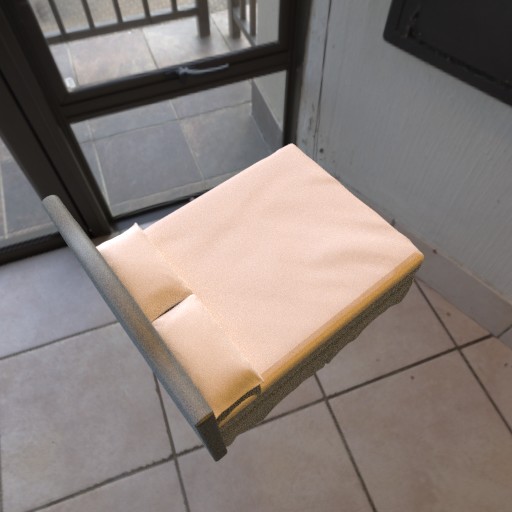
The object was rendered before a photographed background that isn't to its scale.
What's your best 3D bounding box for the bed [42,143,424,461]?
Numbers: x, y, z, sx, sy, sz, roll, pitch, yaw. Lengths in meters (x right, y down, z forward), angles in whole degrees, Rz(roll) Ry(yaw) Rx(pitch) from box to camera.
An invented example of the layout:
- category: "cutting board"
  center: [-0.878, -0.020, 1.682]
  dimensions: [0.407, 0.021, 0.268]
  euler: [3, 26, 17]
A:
- category: "bed"
  center: [0.000, 0.000, 3.335]
  dimensions: [2.143, 1.460, 1.753]
  euler: [-34, 64, -19]
